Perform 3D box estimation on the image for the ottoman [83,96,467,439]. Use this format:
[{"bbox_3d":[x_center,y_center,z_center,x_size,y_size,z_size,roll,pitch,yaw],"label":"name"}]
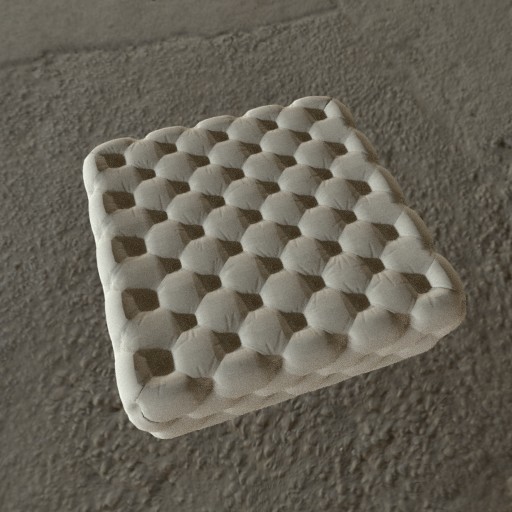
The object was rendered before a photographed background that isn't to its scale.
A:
[{"bbox_3d":[0.000,0.000,1.187,0.755,0.376,0.753,-16,59,-10],"label":"ottoman"}]
